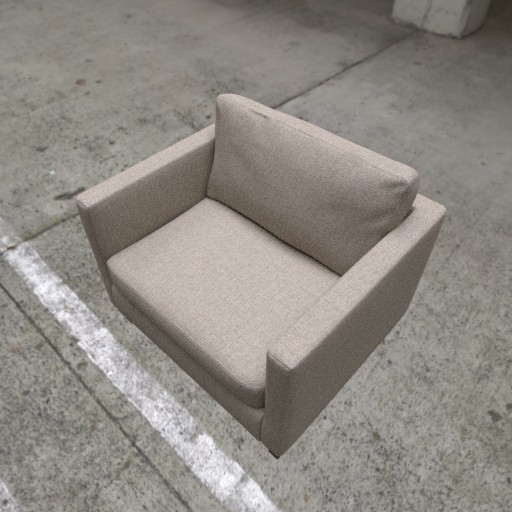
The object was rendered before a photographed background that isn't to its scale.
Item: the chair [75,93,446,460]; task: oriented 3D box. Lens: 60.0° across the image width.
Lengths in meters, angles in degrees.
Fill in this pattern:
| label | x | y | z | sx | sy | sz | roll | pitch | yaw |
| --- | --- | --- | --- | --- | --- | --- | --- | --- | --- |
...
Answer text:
| label | x | y | z | sx | sy | sz | roll | pitch | yaw |
| --- | --- | --- | --- | --- | --- | --- | --- | --- | --- |
| chair | 0.000 | 0.000 | 1.849 | 1.107 | 0.961 | 0.959 | 34 | 55 | 28 |
